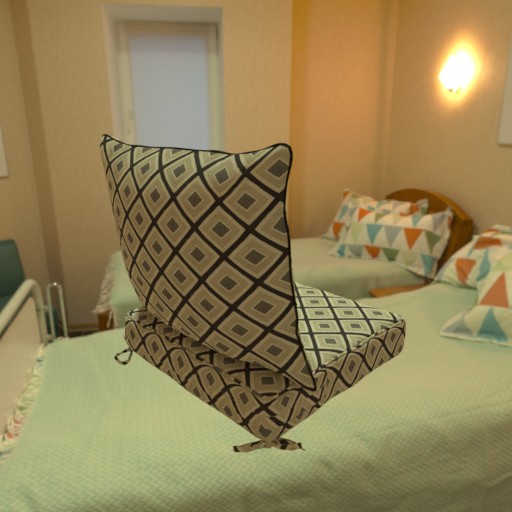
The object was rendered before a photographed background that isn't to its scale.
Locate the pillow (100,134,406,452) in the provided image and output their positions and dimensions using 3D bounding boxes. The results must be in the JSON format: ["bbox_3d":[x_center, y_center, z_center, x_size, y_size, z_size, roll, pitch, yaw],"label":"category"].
[{"bbox_3d":[0.000,0.000,1.365,0.733,0.722,0.798,-15,23,-42],"label":"pillow"}]
